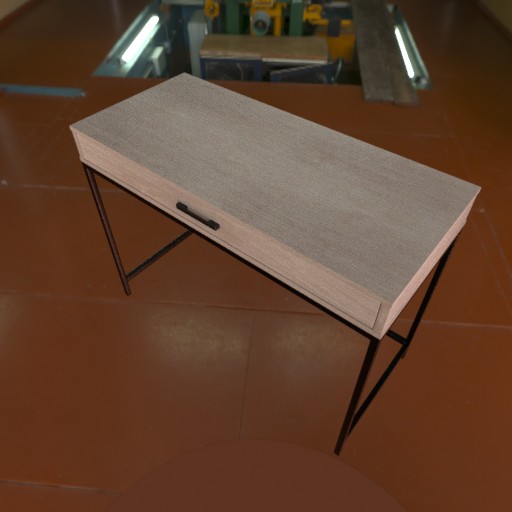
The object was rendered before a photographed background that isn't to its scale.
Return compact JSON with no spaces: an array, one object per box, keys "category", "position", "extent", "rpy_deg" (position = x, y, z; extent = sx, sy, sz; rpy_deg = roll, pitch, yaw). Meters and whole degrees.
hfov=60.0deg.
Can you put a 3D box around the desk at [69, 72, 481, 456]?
[{"category":"desk","position":[0.000,0.000,1.436],"extent":[1.016,0.762,0.470],"rpy_deg":[30,53,26]}]
